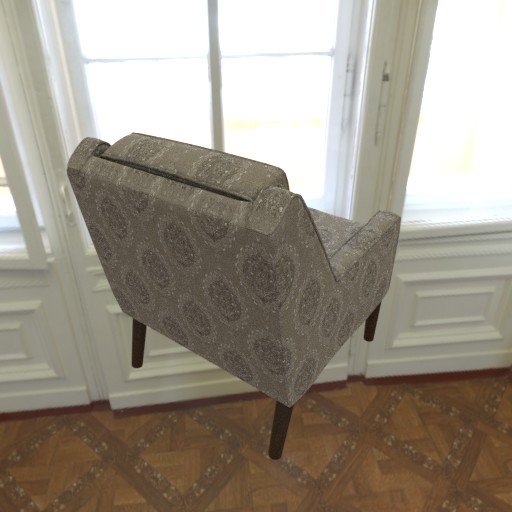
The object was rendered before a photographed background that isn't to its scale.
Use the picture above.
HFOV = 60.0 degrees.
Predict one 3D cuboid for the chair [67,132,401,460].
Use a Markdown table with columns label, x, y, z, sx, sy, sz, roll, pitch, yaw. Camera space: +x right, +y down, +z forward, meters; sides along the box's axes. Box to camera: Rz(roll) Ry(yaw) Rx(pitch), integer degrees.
| label | x | y | z | sx | sy | sz | roll | pitch | yaw |
| --- | --- | --- | --- | --- | --- | --- | --- | --- | --- |
| chair | 0.000 | 0.000 | 1.373 | 0.665 | 0.797 | 0.750 | 21 | 36 | 31 |
